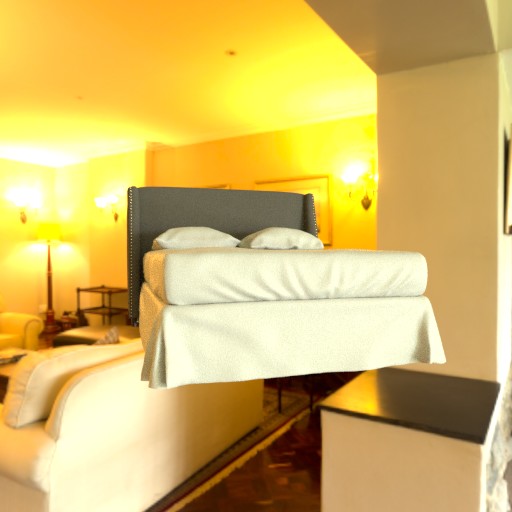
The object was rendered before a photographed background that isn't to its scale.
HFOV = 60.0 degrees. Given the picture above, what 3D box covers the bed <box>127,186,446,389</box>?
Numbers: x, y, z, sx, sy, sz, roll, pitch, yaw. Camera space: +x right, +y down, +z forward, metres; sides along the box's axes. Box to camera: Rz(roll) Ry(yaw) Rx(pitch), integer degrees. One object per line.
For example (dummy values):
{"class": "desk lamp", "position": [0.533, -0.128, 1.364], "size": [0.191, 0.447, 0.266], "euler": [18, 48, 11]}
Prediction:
{"class": "bed", "position": [0.000, 0.000, 3.493], "size": [1.925, 1.332, 2.276], "euler": [0, 1, -17]}
